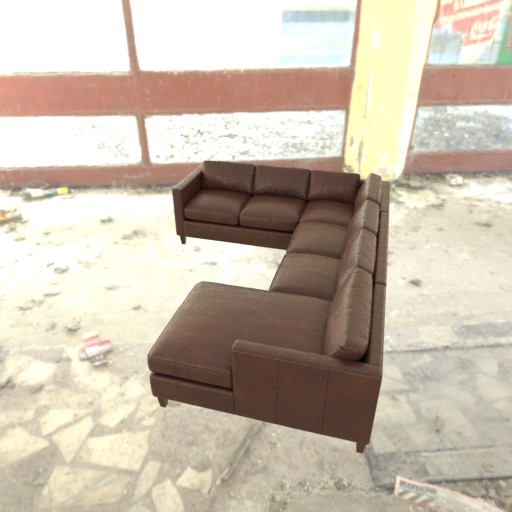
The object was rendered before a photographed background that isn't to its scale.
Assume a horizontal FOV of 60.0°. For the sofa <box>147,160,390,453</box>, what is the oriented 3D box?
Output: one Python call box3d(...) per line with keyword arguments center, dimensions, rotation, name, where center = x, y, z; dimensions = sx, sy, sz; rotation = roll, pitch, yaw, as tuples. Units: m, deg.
box3d(center=(0.000, 0.000, 4.388), dimensions=(2.452, 0.891, 3.324), rotation=(8, 31, 13), name="sofa")
